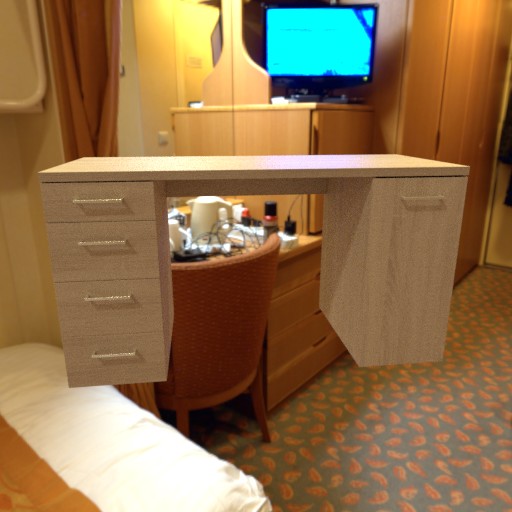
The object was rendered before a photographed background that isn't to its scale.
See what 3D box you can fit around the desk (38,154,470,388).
[{"bbox_3d":[0.000,0.000,1.774,1.390,0.740,0.600,-2,17,-7],"label":"desk"}]
